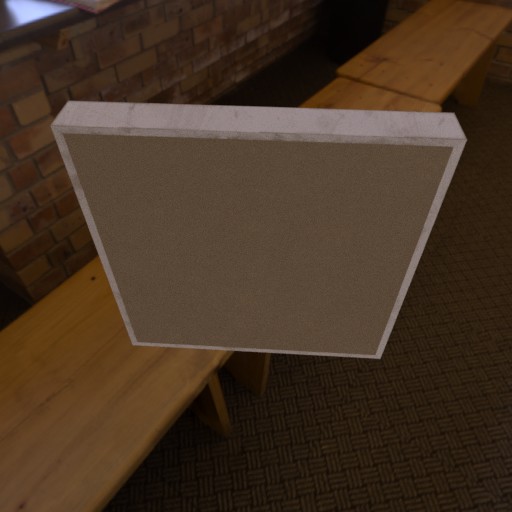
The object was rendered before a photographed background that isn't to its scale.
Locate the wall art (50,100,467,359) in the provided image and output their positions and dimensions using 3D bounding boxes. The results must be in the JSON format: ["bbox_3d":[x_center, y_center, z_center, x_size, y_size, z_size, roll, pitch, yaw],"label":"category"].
[{"bbox_3d":[0.000,0.000,0.447,0.305,0.303,0.038,3,47,2],"label":"wall art"}]
